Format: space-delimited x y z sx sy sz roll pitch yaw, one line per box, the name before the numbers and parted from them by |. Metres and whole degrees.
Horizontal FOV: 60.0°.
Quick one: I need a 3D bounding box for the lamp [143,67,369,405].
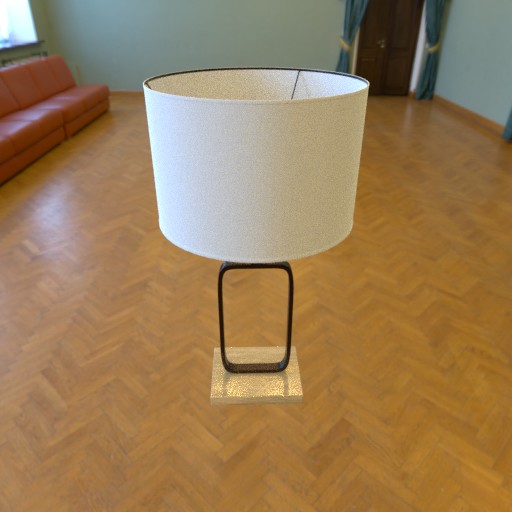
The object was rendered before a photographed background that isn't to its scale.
lamp | 0.000 0.000 0.683 0.279 0.508 0.279 -1 29 -1
